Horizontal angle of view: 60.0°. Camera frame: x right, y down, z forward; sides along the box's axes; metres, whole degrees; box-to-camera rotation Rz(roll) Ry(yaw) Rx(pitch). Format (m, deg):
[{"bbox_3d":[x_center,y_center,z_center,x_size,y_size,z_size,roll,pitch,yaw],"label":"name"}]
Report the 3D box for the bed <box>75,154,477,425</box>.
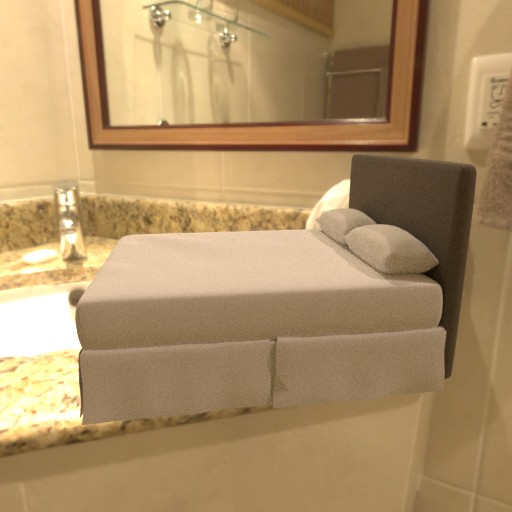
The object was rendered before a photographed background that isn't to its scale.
[{"bbox_3d":[0.000,0.000,3.074,2.142,1.330,1.723,-2,15,-8],"label":"bed"}]
